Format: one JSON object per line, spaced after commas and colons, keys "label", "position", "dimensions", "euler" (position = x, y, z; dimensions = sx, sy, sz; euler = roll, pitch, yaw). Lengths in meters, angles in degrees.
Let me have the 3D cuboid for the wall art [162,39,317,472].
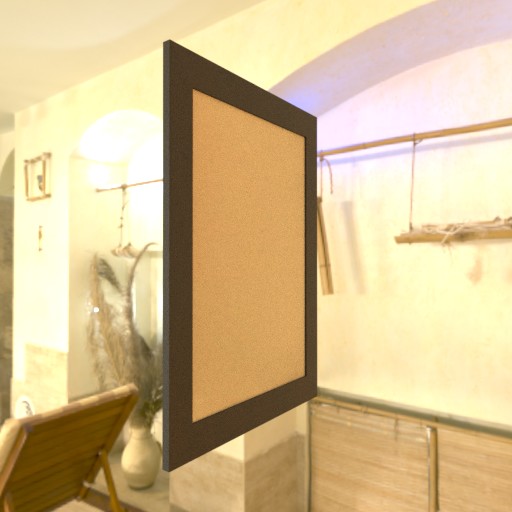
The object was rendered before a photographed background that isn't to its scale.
{"label": "wall art", "position": [0.000, 0.000, 0.667], "dimensions": [0.013, 0.508, 0.359], "euler": [0, 0, 36]}
